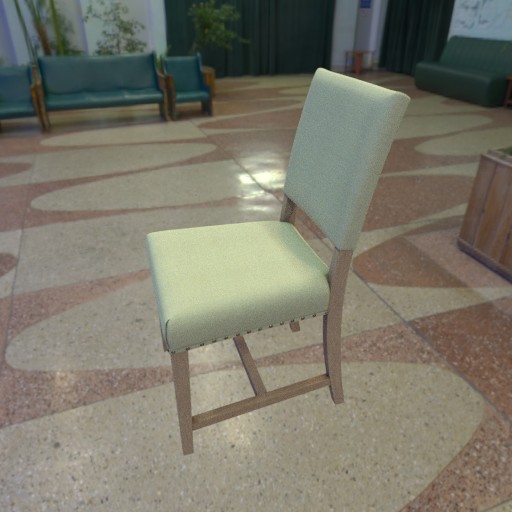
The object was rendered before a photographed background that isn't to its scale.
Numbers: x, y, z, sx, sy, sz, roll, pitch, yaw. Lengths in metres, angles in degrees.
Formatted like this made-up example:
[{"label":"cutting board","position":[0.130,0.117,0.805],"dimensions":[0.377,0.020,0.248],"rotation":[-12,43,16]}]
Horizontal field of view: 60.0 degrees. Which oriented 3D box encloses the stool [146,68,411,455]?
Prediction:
[{"label":"stool","position":[0.000,0.000,1.342],"dimensions":[0.623,0.986,0.508],"rotation":[-9,31,-15]}]
